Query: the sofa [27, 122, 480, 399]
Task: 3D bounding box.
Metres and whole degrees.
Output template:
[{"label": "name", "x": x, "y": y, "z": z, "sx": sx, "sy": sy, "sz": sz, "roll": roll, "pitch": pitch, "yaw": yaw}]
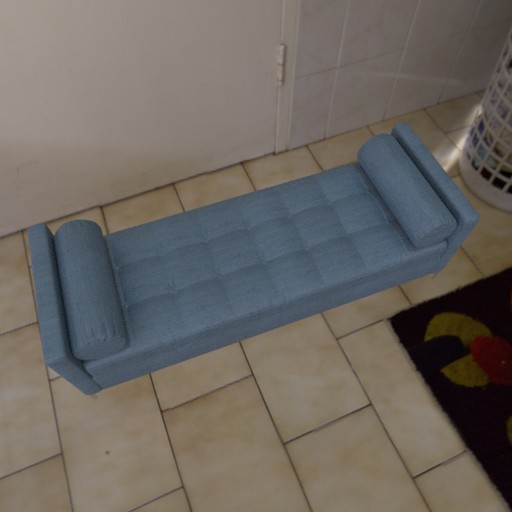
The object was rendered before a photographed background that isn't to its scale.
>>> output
[{"label": "sofa", "x": 0.000, "y": 0.000, "z": 2.286, "sx": 1.981, "sy": 0.635, "sz": 0.686, "roll": -18, "pitch": 60, "yaw": -10}]
